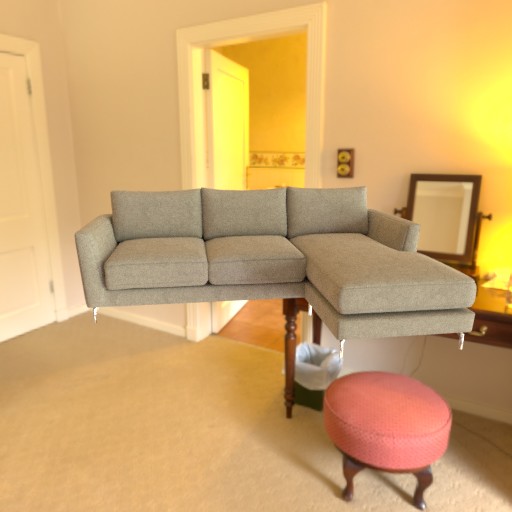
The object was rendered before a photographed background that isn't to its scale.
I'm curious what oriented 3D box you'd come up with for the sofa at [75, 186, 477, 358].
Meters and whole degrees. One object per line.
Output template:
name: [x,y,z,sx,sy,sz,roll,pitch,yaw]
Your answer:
sofa: [0.000,0.000,3.158,2.438,0.864,1.626,-2,14,-8]
